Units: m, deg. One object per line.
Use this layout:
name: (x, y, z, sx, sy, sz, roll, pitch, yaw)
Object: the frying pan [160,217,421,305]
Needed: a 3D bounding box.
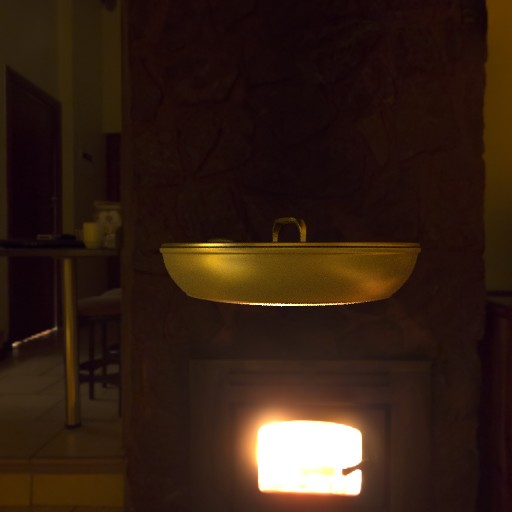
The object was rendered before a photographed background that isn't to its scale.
frying pan: (0.000, 0.000, 0.586, 0.272, 0.086, 0.490, 0, 1, -18)
